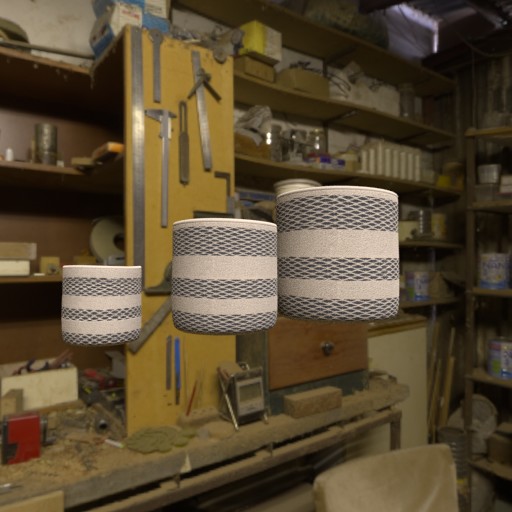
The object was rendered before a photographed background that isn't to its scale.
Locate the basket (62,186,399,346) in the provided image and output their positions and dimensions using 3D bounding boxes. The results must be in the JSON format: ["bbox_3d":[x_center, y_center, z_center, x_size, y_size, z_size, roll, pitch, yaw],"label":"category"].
[{"bbox_3d":[0.000,0.000,1.125,0.917,0.356,0.351,1,-1,-35],"label":"basket"}]
